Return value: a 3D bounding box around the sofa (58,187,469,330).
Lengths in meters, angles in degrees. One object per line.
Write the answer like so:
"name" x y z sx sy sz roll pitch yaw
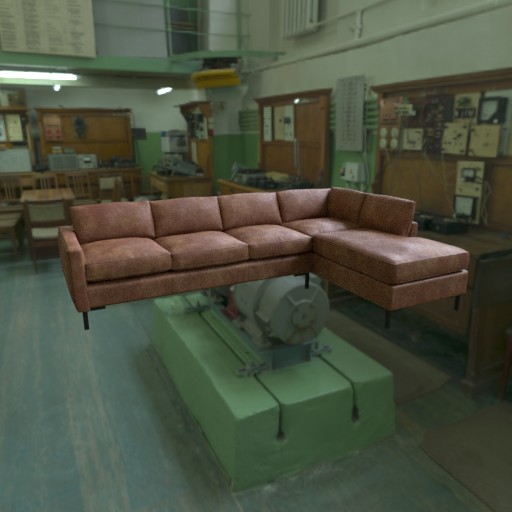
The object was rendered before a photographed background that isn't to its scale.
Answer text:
"sofa" 0.000 0.000 3.802 2.984 0.877 1.938 -8 18 -26
